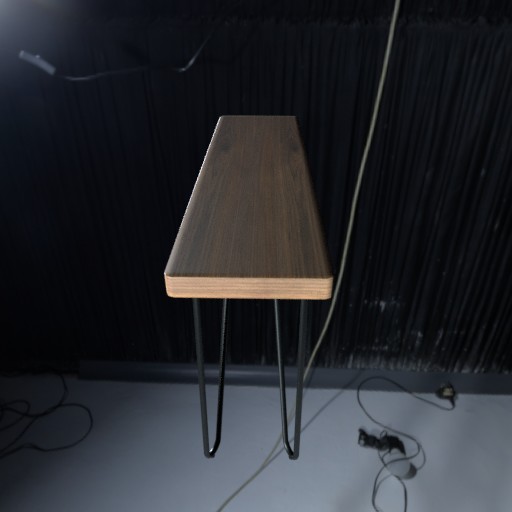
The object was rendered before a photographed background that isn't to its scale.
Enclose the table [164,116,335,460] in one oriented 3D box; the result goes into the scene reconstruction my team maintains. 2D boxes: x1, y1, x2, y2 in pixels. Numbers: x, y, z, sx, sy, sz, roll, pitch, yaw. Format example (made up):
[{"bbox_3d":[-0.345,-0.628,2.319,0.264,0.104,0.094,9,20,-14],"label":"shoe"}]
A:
[{"bbox_3d":[0.000,0.000,1.966,0.425,0.834,1.570,1,31,1],"label":"table"}]
